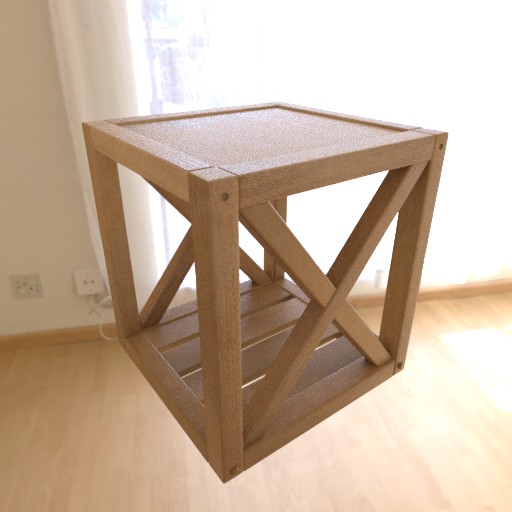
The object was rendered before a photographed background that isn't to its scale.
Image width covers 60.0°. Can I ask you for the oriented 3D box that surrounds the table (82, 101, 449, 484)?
[{"bbox_3d":[0.000,0.000,1.068,0.559,0.610,0.558,-18,32,-32],"label":"table"}]
